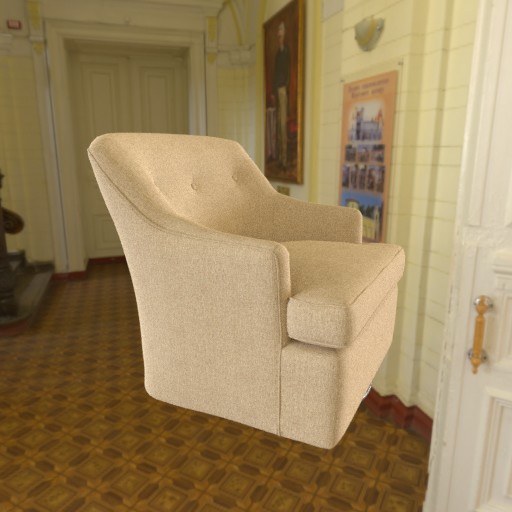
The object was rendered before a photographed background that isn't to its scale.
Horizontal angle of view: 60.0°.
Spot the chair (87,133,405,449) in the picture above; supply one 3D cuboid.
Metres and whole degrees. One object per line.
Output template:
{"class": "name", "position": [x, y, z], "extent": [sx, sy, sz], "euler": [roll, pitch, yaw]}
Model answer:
{"class": "chair", "position": [0.000, 0.000, 1.584], "extent": [0.923, 0.856, 0.864], "euler": [7, 15, 27]}
